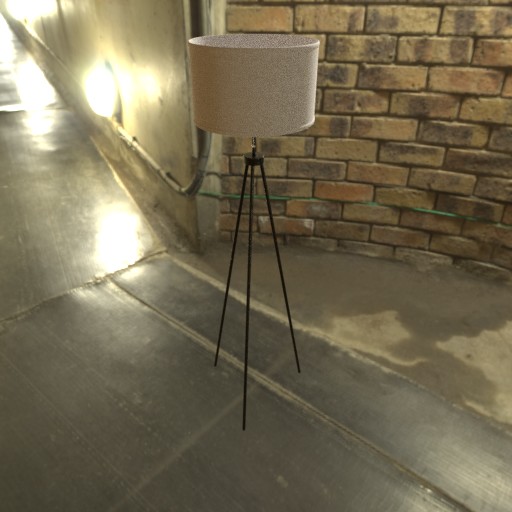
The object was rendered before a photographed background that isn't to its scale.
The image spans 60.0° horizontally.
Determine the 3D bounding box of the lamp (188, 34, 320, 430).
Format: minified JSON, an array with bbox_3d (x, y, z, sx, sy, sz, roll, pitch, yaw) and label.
[{"bbox_3d":[0.000,0.000,1.761,0.448,1.545,0.458,1,31,2],"label":"lamp"}]
